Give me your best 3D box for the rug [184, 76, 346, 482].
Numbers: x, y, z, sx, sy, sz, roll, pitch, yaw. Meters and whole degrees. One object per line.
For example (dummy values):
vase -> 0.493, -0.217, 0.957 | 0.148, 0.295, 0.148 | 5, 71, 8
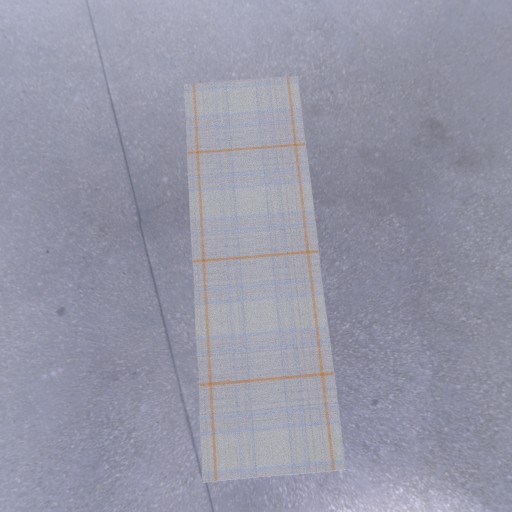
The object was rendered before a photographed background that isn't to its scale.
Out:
rug -> 0.000, 0.000, 2.673 | 0.770, 0.016, 2.442 | -5, 76, -1
